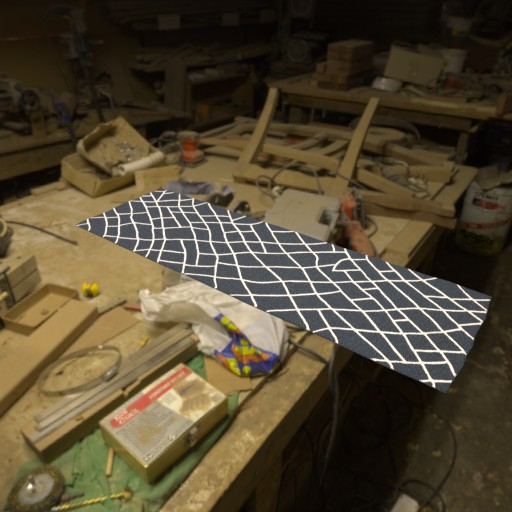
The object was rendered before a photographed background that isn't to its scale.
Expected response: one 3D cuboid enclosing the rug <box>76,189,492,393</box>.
[{"bbox_3d":[0.000,0.000,2.637,2.476,0.010,0.807,21,37,31],"label":"rug"}]
